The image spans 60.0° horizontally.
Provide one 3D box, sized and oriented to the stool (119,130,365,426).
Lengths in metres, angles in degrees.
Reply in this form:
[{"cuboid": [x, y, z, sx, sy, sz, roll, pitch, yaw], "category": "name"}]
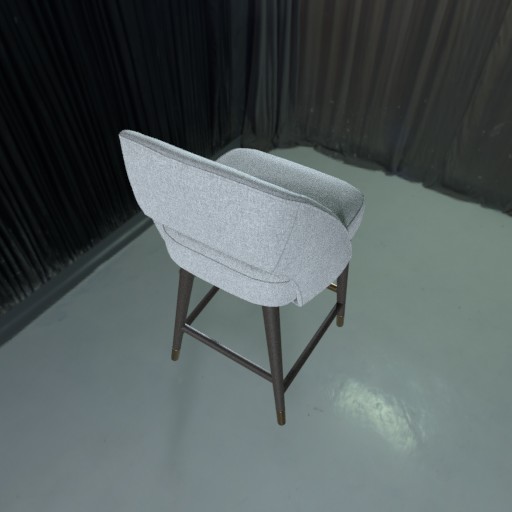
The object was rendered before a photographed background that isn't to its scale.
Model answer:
[{"cuboid": [0.000, 0.000, 1.231, 0.494, 0.940, 0.509, 25, 52, 21], "category": "stool"}]
